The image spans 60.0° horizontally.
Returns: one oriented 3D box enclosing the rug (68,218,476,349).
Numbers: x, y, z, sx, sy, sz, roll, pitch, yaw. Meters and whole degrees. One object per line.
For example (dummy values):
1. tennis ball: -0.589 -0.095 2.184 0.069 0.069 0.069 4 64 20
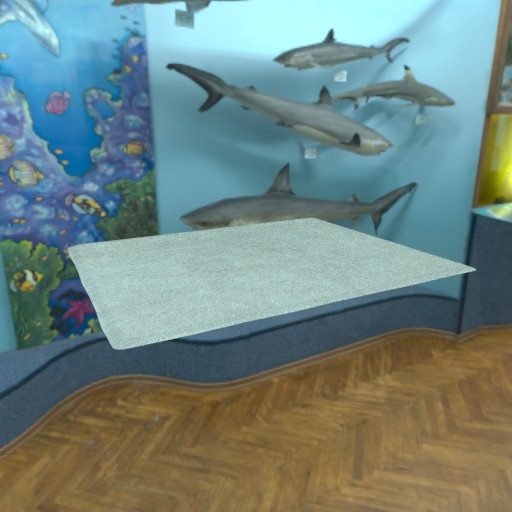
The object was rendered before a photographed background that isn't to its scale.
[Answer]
1. rug: 0.000 0.000 3.958 2.933 0.027 2.332 -9 19 -27
